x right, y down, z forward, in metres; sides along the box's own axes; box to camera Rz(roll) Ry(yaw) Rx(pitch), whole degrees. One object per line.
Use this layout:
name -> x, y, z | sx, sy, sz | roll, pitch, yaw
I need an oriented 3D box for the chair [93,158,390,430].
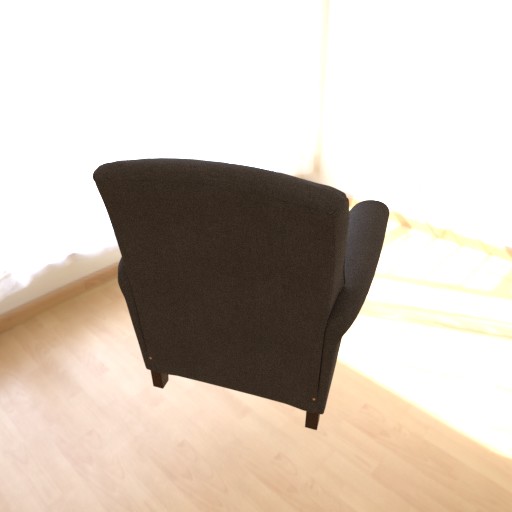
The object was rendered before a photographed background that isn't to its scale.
chair -> 0.000, 0.000, 1.798 | 0.978, 1.061, 0.905 | 10, 33, 15
